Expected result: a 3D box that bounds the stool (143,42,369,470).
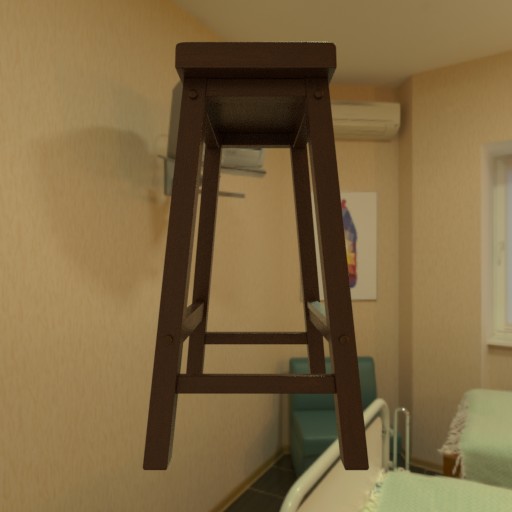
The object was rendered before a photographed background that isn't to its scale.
[{"bbox_3d":[0.000,0.000,0.832,0.322,0.610,0.406,0,0,0],"label":"stool"}]
